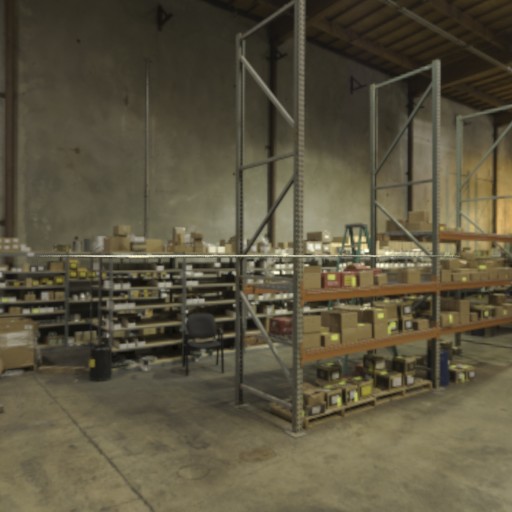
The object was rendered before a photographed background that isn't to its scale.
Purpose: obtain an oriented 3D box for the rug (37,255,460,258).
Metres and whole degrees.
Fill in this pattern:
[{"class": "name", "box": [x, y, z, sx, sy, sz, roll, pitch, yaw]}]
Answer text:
[{"class": "rug", "box": [0.000, 0.000, 2.169, 1.754, 0.010, 1.148, 0, 0, -37]}]
